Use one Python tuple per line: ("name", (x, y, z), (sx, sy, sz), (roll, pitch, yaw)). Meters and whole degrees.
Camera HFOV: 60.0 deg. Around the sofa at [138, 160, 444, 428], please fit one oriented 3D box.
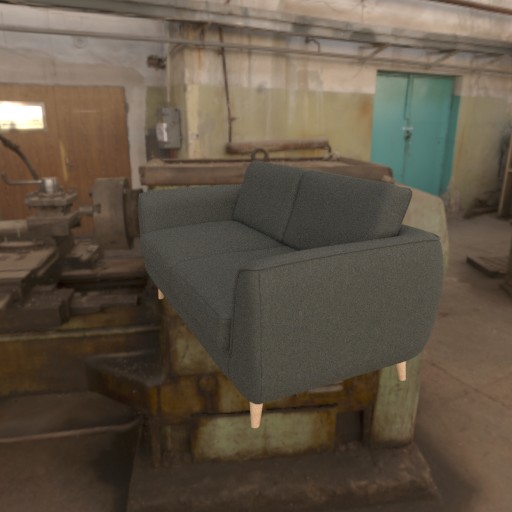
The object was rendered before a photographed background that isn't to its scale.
("sofa", (0.000, 0.000, 2.269), (0.920, 0.850, 1.700), (-8, 19, -25))
